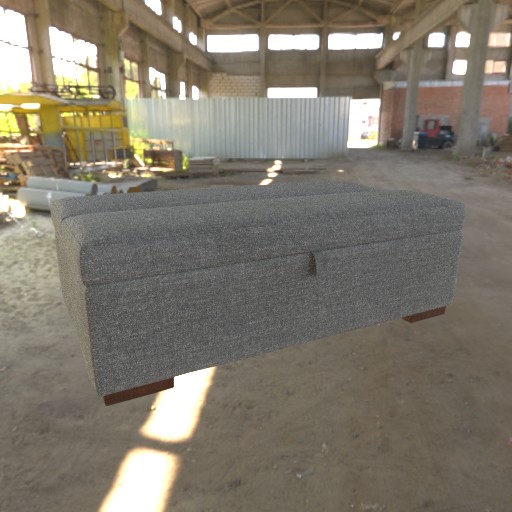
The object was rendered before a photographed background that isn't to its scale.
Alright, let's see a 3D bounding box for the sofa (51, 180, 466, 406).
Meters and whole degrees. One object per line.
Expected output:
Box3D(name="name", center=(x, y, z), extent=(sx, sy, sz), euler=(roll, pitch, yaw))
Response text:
Box3D(name="sofa", center=(0.000, 0.000, 1.534), extent=(1.198, 0.417, 0.782), euler=(-8, 18, -27))
